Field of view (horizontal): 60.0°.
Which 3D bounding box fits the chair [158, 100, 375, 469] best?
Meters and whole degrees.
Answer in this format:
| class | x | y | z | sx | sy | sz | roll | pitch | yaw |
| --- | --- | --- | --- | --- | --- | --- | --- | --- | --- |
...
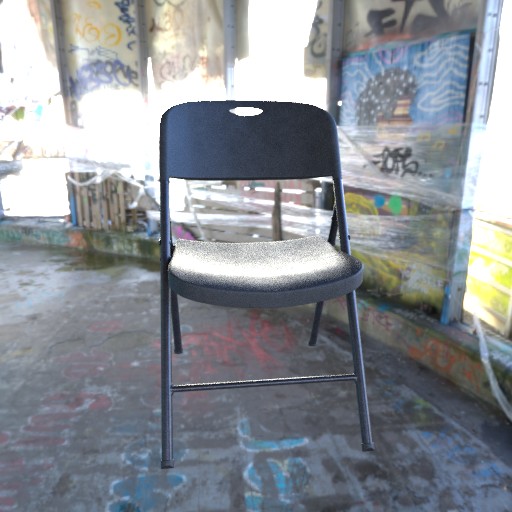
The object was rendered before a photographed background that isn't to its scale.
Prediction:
| class | x | y | z | sx | sy | sz | roll | pitch | yaw |
| --- | --- | --- | --- | --- | --- | --- | --- | --- | --- |
| chair | 0.000 | 0.000 | 1.163 | 0.494 | 0.810 | 0.567 | -2 | 16 | -7 |
